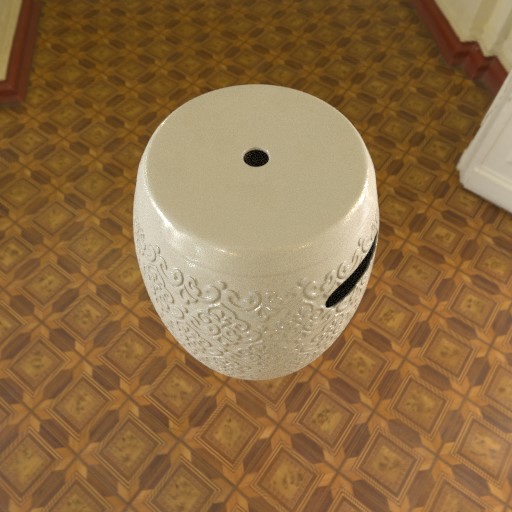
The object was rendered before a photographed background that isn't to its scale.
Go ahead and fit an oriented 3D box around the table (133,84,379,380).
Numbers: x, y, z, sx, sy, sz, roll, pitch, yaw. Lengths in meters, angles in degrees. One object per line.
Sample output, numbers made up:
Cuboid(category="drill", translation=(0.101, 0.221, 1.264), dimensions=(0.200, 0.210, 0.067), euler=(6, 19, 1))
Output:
Cuboid(category="table", translation=(0.000, 0.000, 0.622), dimensions=(0.309, 0.397, 0.309), euler=(0, 59, 0))
